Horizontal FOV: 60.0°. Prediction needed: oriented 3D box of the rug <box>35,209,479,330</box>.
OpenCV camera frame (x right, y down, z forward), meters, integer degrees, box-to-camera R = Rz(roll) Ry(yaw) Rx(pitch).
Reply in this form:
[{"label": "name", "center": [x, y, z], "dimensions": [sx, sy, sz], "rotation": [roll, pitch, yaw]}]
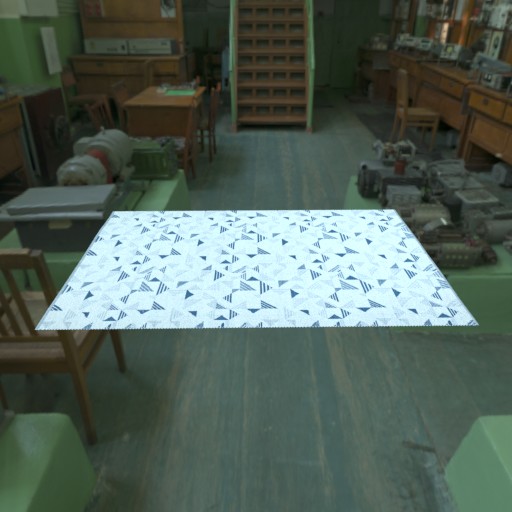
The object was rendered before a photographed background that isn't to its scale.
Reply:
[{"label": "rug", "center": [0.000, 0.000, 2.346], "dimensions": [1.835, 0.003, 1.206], "rotation": [0, 29, -1]}]
